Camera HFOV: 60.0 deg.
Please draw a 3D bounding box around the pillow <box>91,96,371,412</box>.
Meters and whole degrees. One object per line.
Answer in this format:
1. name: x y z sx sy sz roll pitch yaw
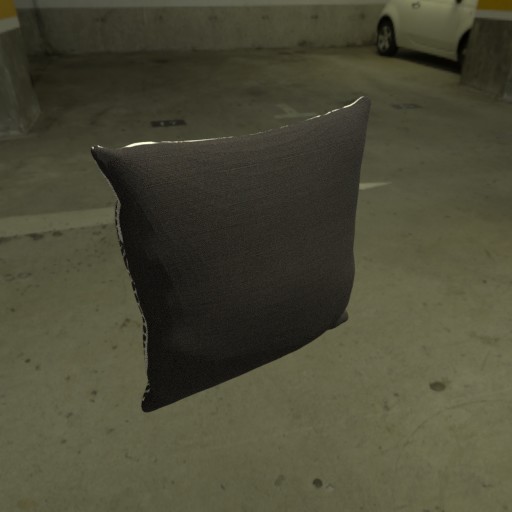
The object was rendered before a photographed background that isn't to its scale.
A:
1. pillow: 0.000 0.000 0.699 0.440 0.441 0.182 -19 36 -28
